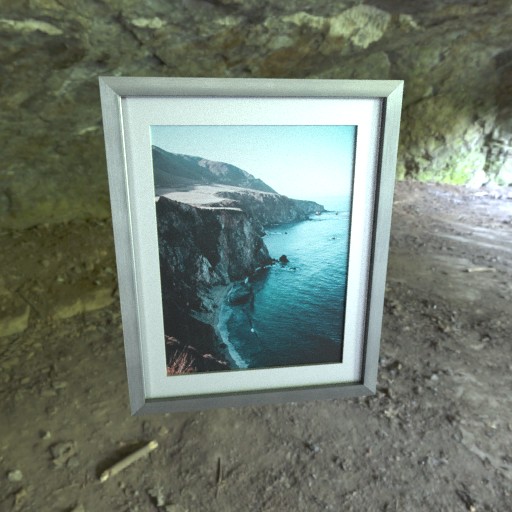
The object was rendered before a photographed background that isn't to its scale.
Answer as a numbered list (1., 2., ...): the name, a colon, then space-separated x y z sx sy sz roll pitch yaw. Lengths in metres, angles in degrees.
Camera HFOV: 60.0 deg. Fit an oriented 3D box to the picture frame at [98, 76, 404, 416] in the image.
1. picture frame: 0.000 0.000 0.748 0.449 0.555 0.046 -2 17 -8
